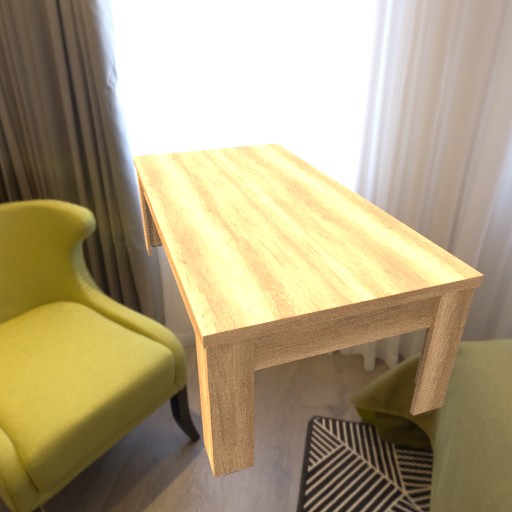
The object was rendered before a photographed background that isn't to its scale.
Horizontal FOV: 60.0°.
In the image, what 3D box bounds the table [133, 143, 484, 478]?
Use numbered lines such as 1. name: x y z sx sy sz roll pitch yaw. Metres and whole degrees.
1. table: 0.000 0.000 1.645 0.700 0.460 1.350 -10 30 -17
